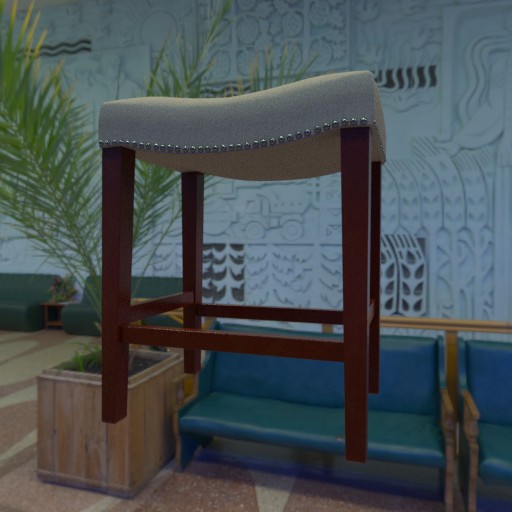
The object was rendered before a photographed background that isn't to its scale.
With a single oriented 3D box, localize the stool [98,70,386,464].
[{"bbox_3d":[0.000,0.000,0.928,0.509,0.632,0.375,1,2,19],"label":"stool"}]
